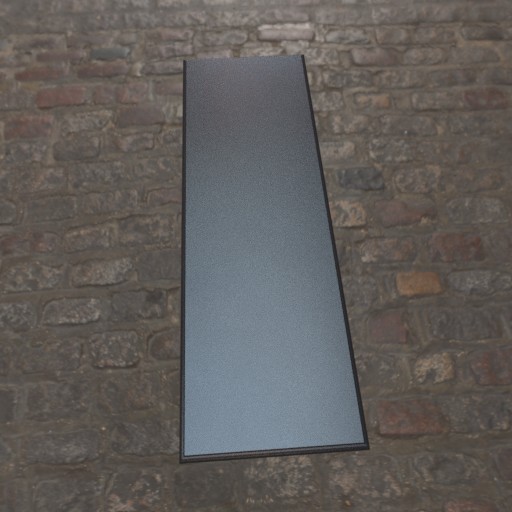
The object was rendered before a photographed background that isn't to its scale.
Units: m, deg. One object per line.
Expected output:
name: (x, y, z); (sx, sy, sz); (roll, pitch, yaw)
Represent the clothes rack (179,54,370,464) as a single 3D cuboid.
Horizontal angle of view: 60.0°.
clothes rack: (0.000, 0.000, 1.448); (0.406, 0.556, 1.219); (-3, 63, -2)
